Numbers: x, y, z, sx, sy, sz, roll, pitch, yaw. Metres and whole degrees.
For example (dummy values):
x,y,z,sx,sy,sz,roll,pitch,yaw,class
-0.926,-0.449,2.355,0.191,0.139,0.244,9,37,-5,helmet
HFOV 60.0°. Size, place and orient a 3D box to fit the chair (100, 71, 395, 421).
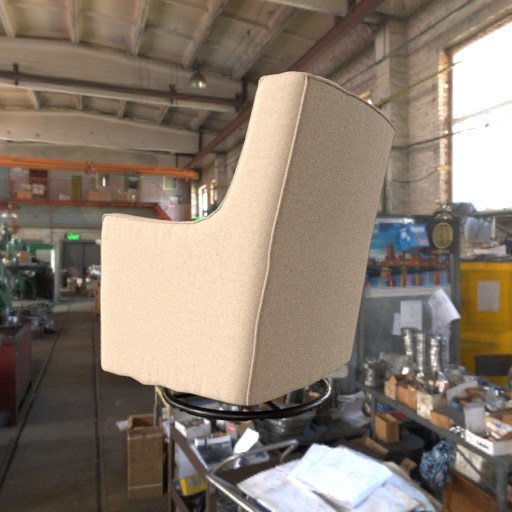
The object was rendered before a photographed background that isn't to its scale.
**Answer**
x,y,z,sx,sy,sz,roll,pitch,yaw,class
0.000,0.000,1.602,0.879,0.993,0.732,0,1,36,chair
